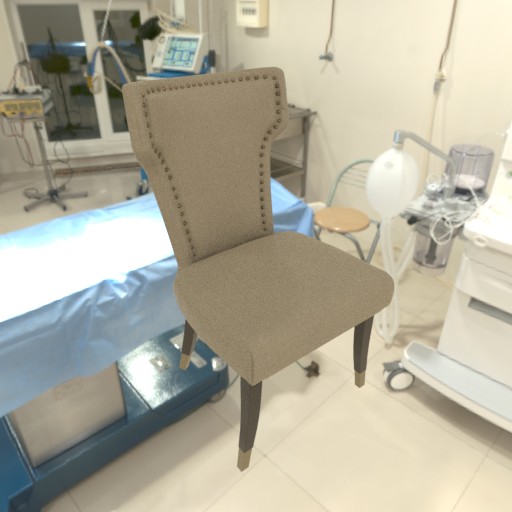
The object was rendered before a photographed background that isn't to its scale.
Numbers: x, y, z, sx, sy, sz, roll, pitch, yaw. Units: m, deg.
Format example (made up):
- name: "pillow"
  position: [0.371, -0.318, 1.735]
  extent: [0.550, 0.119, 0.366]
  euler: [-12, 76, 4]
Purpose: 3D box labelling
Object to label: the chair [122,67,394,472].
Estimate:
- name: "chair"
  position: [0.000, 0.000, 1.297]
  extent: [0.526, 0.955, 0.630]
  euler: [-22, 37, -32]
